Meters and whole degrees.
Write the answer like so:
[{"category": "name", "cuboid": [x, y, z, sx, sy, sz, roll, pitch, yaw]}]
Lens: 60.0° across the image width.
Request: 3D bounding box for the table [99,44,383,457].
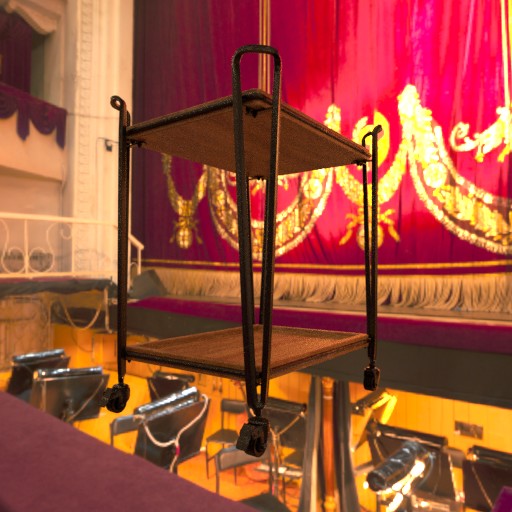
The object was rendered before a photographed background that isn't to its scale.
[{"category": "table", "cuboid": [0.000, 0.000, 1.219, 0.505, 0.785, 0.672, -1, -2, 37]}]
